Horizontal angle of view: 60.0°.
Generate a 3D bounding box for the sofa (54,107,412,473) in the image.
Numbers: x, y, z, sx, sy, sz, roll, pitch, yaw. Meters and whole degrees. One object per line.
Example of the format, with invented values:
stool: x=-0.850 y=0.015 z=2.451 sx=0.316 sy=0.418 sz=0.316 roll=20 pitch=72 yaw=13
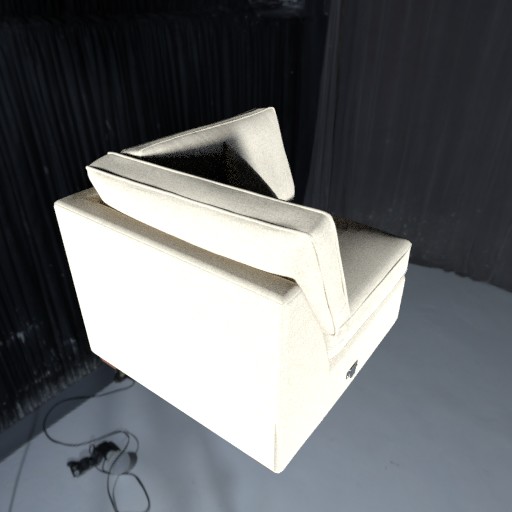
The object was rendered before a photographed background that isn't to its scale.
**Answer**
sofa: x=0.000 y=0.000 z=1.953 sx=1.084 sy=1.002 sz=1.146 roll=21 pitch=37 yaw=31
